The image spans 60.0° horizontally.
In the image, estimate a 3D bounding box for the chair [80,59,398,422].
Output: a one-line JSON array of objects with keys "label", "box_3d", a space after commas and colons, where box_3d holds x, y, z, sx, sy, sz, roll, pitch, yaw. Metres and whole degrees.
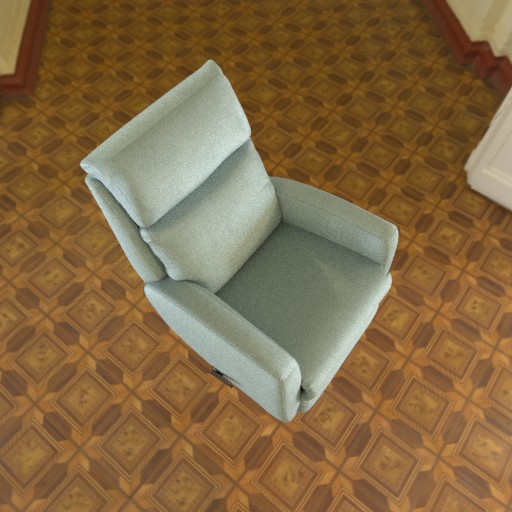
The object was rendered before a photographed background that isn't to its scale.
[{"label": "chair", "box_3d": [0.000, 0.000, 1.689, 0.940, 1.013, 0.812, 33, 65, 18]}]
